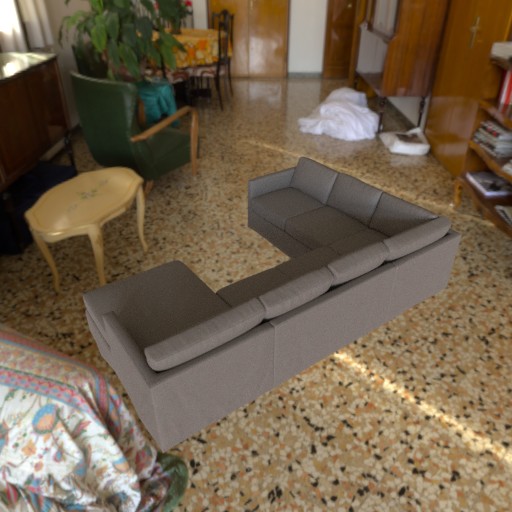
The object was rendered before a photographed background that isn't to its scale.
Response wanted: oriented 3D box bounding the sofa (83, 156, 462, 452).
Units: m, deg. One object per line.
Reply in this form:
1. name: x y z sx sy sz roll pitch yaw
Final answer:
1. sofa: 0.000 0.000 4.634 3.460 0.882 2.427 -21 39 -29
